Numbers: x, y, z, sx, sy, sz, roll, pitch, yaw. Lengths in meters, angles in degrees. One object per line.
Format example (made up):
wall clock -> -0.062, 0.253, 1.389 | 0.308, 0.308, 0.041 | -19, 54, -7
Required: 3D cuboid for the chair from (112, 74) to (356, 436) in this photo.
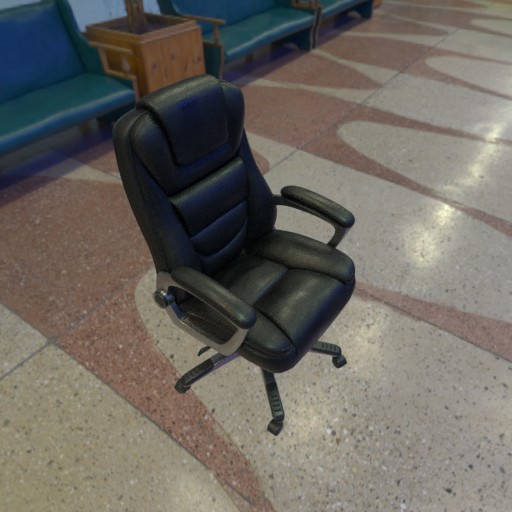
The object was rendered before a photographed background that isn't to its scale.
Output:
chair -> 0.000, 0.000, 1.542 | 0.689, 1.075, 0.697 | 27, 47, 27
